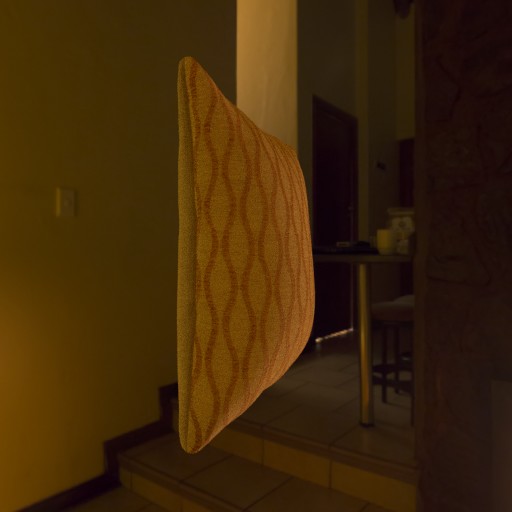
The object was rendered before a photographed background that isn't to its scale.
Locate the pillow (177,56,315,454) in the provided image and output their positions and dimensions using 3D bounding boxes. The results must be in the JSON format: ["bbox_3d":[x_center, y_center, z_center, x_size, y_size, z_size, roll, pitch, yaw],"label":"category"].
[{"bbox_3d":[0.000,0.000,0.674,0.159,0.436,0.429,0,0,18],"label":"pillow"}]
